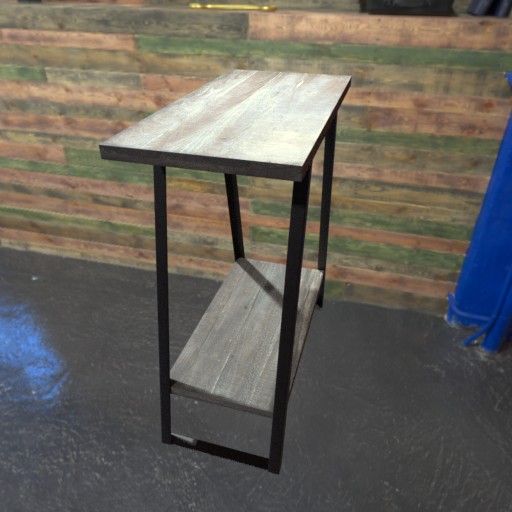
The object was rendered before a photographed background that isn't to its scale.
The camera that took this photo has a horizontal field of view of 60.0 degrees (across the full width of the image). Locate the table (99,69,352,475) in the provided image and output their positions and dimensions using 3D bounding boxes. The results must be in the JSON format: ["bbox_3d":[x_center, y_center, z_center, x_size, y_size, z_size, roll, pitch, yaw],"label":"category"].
[{"bbox_3d":[0.000,0.000,1.035,0.300,0.701,0.599,9,34,14],"label":"table"}]
